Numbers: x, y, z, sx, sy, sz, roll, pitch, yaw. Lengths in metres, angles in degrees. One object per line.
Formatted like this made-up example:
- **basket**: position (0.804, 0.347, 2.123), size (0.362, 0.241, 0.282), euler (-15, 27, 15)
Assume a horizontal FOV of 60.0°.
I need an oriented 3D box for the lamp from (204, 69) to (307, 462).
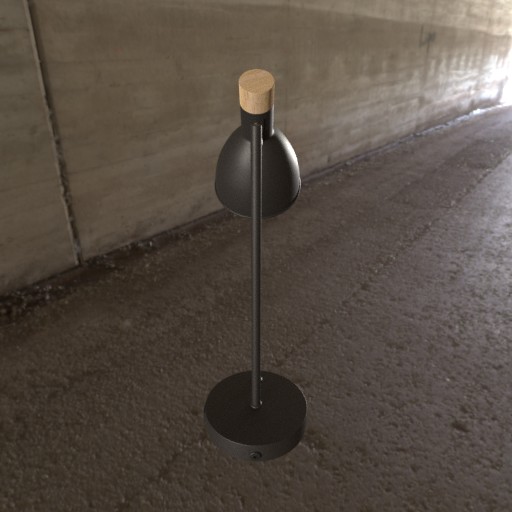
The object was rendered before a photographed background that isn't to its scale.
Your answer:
- **lamp**: position (0.000, 0.000, 0.621), size (0.152, 0.483, 0.287), euler (0, 26, 1)
